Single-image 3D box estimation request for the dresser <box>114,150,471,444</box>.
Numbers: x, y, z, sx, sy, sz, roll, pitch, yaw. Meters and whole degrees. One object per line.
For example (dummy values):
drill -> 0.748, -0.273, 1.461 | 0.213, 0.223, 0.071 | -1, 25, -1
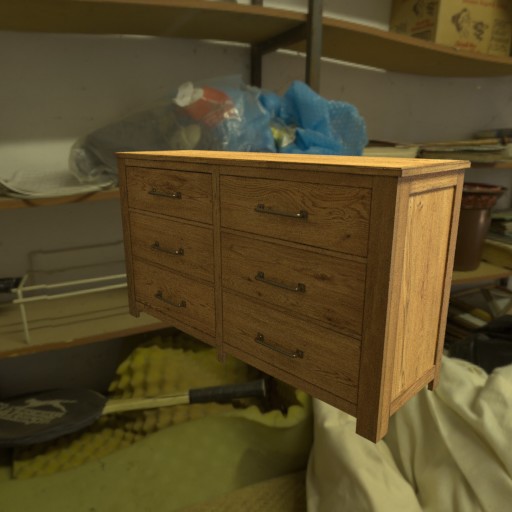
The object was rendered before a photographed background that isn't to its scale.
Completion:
dresser -> 0.000, 0.000, 2.113 | 1.657, 0.932, 0.563 | 15, 21, 43
